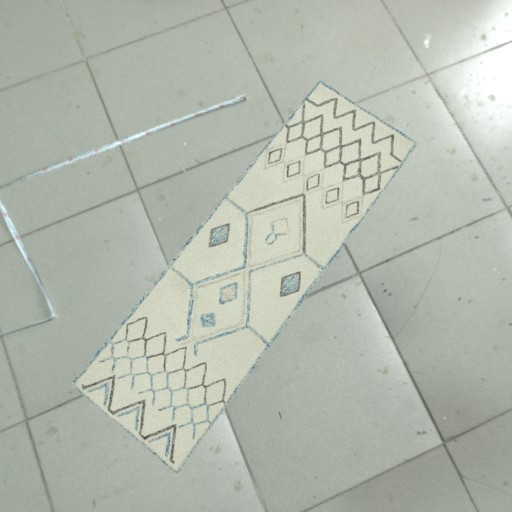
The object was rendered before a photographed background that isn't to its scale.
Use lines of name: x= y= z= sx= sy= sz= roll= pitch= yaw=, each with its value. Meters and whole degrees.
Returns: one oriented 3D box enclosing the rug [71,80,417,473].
rug: x=0.000 y=0.000 z=2.663 sx=0.770 sy=0.013 sz=2.434 roll=36 pitch=79 yaw=8
